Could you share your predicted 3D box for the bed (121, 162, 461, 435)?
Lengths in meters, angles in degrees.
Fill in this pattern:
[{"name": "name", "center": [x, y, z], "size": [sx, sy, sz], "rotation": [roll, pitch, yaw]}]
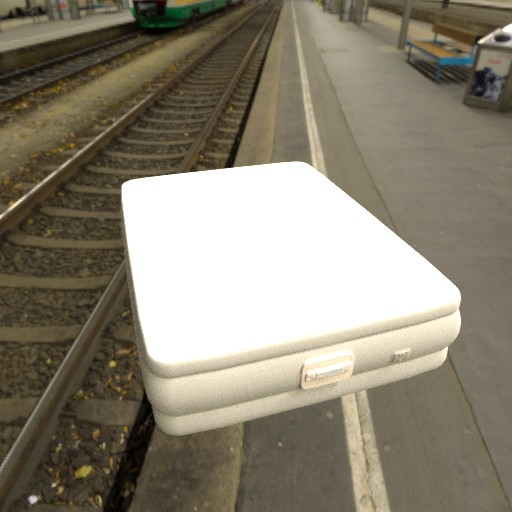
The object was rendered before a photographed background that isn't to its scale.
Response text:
[{"name": "bed", "center": [0.000, 0.000, 2.690], "size": [1.520, 0.460, 2.036], "rotation": [-9, 33, -15]}]
